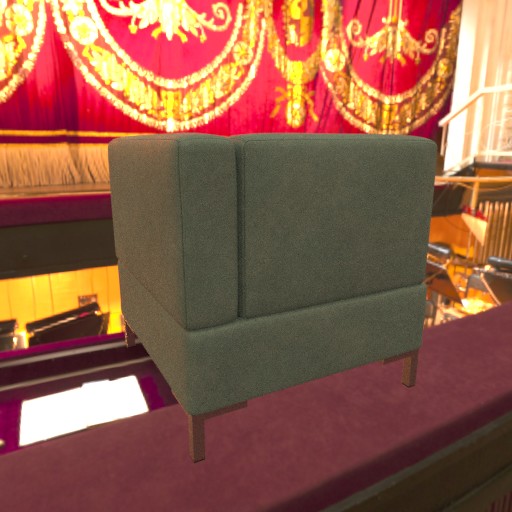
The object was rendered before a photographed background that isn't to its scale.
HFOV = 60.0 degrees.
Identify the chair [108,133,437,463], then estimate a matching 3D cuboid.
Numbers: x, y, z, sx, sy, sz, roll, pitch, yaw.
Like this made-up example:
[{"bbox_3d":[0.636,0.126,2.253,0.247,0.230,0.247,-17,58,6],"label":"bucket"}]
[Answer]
[{"bbox_3d":[0.000,0.000,1.253,0.680,0.660,0.680,-8,16,-27],"label":"chair"}]
